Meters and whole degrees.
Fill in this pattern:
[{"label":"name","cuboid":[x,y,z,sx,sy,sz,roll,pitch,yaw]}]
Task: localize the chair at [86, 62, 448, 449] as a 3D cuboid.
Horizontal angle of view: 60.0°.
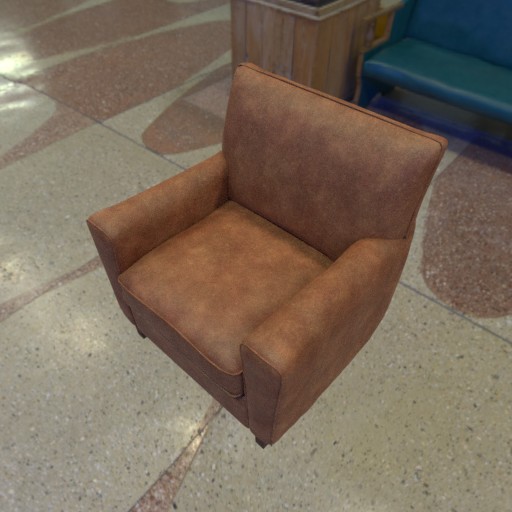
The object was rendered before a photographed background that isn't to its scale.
[{"label":"chair","cuboid":[0.000,0.000,1.593,0.870,0.943,0.823,33,54,28]}]
